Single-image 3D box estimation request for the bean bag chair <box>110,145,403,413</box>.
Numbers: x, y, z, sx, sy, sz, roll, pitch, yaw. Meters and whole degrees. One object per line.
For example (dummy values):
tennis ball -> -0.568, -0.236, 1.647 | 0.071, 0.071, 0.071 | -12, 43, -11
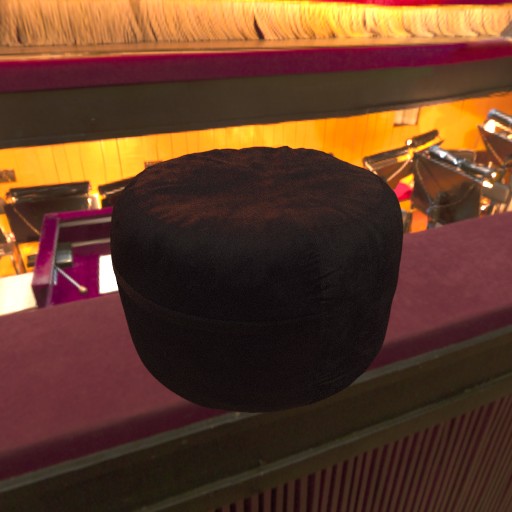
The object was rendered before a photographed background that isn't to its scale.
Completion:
bean bag chair -> 0.000, 0.000, 1.983 | 1.219, 0.762, 1.219 | 0, 31, 0
